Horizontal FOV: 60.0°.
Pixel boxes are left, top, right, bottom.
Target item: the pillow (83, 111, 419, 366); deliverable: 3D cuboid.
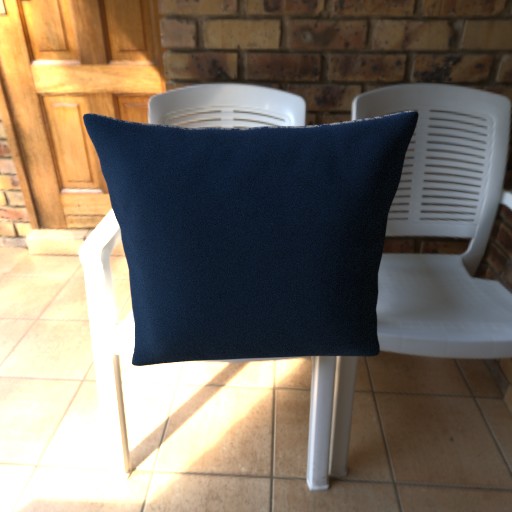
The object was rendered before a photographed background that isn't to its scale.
[{"bbox_3d":[0.000,0.000,0.807,0.523,0.510,0.166,-1,29,-2],"label":"pillow"}]
